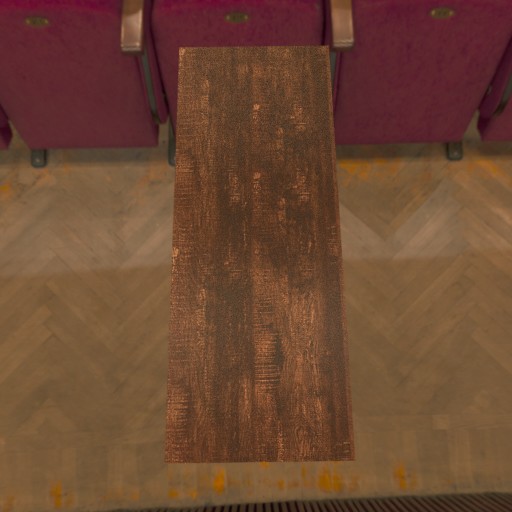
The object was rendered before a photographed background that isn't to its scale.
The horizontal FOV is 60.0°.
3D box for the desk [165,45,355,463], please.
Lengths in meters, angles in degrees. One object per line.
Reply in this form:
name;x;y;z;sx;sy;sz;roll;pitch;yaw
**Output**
desk;0.000;0.000;1.940;0.599;0.762;1.524;-1;75;0
